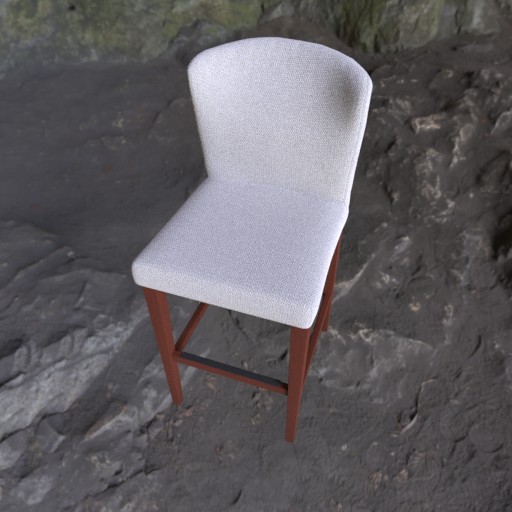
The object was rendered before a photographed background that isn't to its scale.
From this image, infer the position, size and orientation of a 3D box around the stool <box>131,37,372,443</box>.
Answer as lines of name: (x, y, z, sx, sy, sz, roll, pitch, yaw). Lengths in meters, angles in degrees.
stool: (0.000, 0.000, 1.320, 0.481, 1.069, 0.568, 13, 43, 14)
